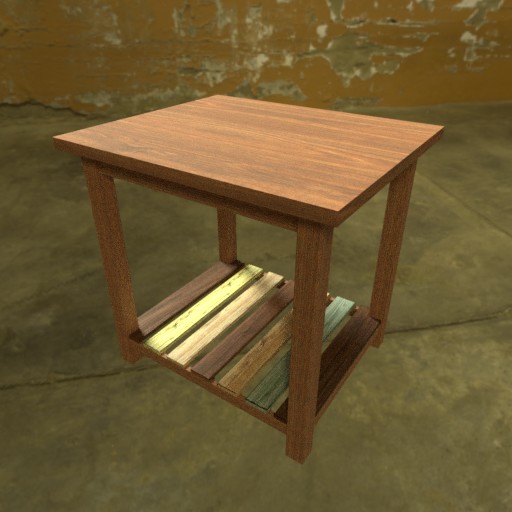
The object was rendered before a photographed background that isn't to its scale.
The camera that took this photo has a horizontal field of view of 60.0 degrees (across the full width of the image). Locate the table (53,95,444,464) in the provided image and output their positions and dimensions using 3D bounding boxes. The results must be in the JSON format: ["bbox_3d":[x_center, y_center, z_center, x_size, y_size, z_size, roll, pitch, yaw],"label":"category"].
[{"bbox_3d":[0.000,0.000,1.135,0.660,0.635,0.559,19,35,29],"label":"table"}]
